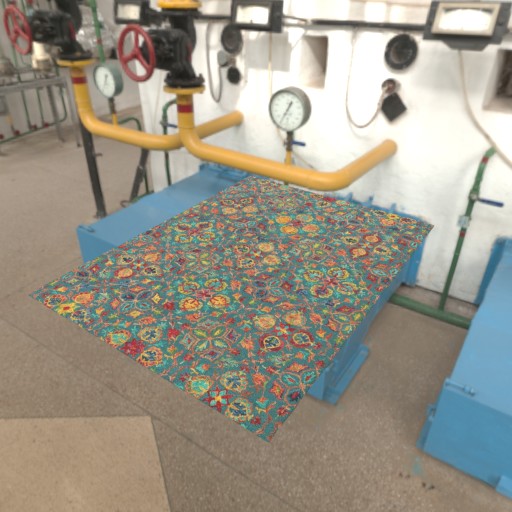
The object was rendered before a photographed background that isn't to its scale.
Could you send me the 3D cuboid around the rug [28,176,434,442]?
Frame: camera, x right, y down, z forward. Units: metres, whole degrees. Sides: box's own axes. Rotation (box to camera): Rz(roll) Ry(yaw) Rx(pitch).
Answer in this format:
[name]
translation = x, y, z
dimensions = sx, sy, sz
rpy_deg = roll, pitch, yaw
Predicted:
[rug]
translation = 0.000, 0.000, 4.236
dimensions = 2.434, 0.025, 3.204
rpy_deg = 20, 37, 29
